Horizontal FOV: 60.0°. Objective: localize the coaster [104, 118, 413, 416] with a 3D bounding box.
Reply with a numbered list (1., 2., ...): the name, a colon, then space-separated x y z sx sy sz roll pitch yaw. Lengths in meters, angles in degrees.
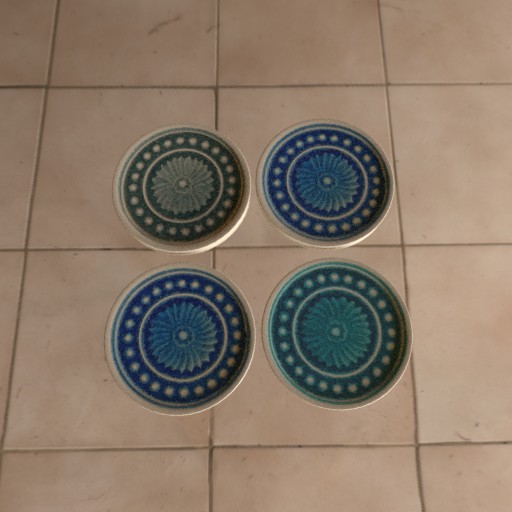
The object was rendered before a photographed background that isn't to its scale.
1. coaster: 0.000 0.000 0.335 0.220 0.010 0.224 -2 76 0
